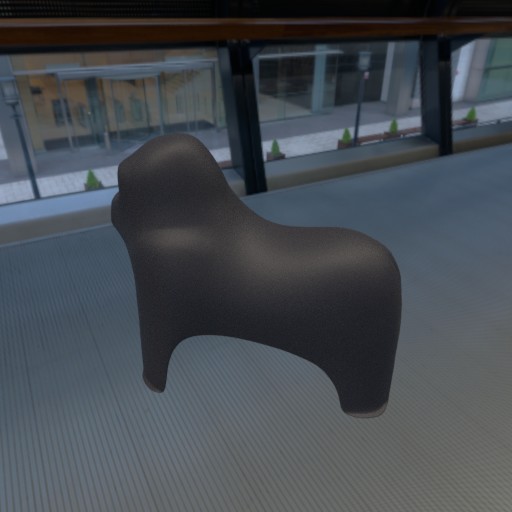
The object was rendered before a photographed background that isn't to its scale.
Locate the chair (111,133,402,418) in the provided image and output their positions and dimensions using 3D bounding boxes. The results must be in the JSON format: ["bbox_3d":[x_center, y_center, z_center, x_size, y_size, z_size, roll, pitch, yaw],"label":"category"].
[{"bbox_3d":[0.000,0.000,1.150,0.758,0.600,0.490,8,31,13],"label":"chair"}]
